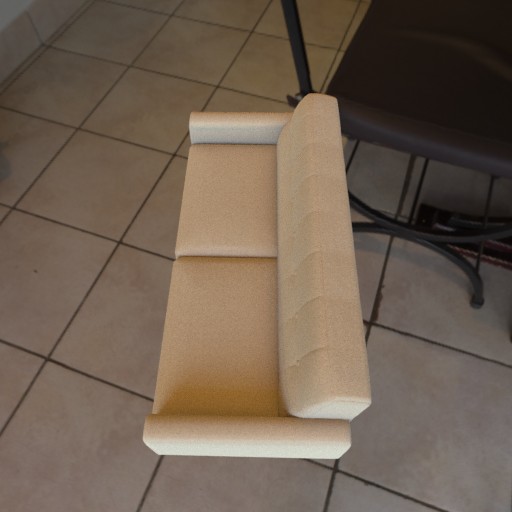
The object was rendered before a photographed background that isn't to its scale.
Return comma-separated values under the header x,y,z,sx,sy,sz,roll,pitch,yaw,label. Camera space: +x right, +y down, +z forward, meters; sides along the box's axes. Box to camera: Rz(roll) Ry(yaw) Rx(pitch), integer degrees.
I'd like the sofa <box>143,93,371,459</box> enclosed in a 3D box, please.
x,y,z,sx,sy,sz,roll,pitch,yaw,label
0.000,0.000,2.620,0.980,0.892,2.137,1,58,1,sofa
